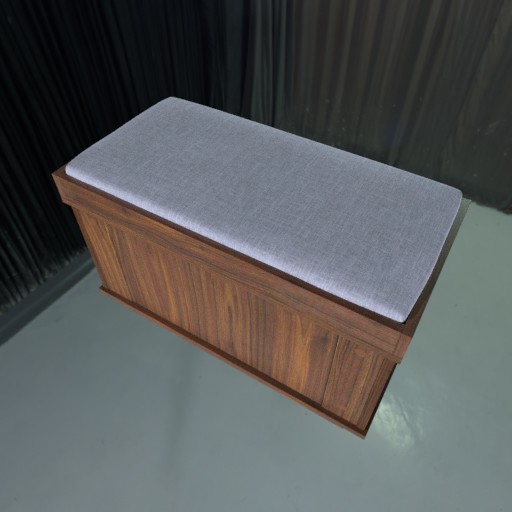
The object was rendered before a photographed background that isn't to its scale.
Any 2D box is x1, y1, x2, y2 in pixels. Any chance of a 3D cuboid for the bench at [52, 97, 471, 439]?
[{"bbox_3d":[0.000,0.000,1.005,0.734,0.461,0.362,24,52,21],"label":"bench"}]
